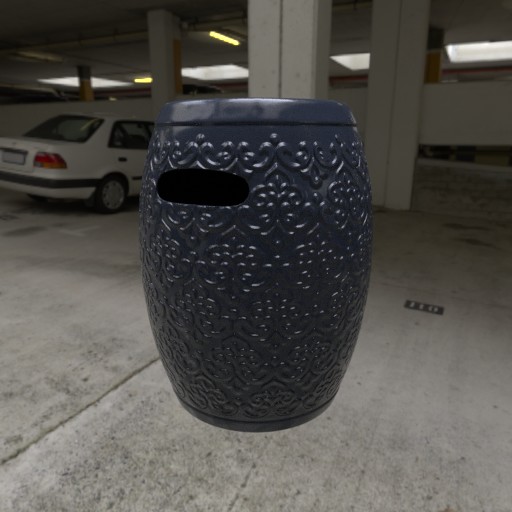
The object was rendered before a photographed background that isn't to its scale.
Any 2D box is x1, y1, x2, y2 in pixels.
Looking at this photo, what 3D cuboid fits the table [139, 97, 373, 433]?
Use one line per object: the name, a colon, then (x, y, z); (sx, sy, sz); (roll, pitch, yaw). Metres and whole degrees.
table: (0.000, 0.000, 0.611); (0.309, 0.397, 0.309); (0, 15, 0)
